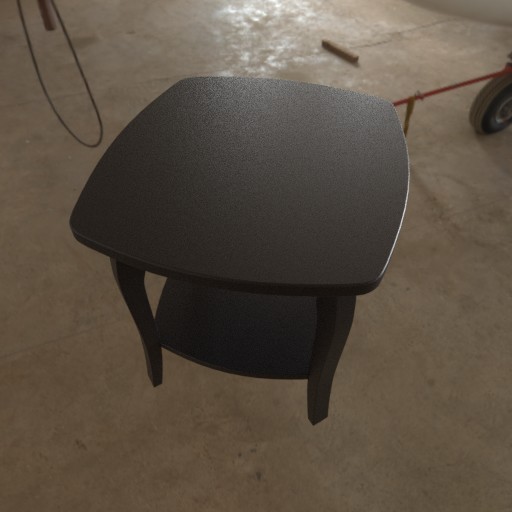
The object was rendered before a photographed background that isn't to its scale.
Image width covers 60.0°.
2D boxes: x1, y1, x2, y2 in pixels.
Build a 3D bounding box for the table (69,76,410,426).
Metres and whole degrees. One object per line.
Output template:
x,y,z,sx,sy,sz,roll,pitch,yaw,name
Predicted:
0.000,0.000,0.841,0.457,0.457,0.508,10,48,10,table
